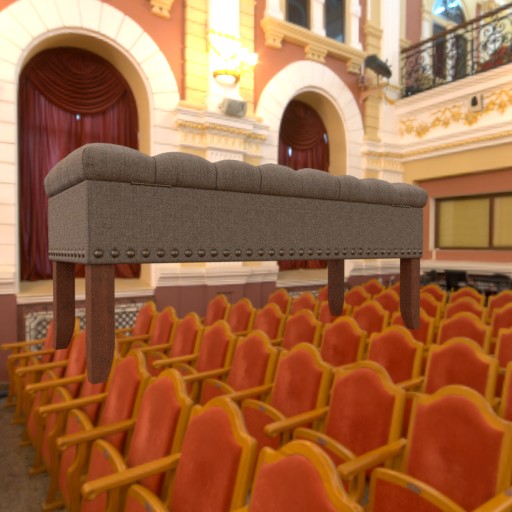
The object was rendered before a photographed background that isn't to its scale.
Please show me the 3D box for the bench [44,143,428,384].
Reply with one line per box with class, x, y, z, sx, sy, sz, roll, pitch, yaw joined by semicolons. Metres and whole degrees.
bench;0.000;0.000;1.275;1.052;0.470;0.417;-1;1;-35
